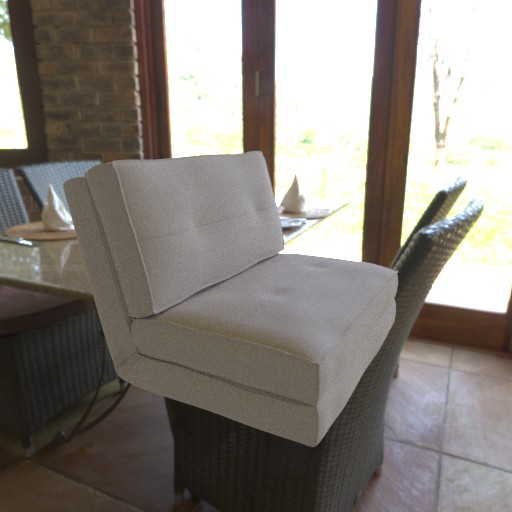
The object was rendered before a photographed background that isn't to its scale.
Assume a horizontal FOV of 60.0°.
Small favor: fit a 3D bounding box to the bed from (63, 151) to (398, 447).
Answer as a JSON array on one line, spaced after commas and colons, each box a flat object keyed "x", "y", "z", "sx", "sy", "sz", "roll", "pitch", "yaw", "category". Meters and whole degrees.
[{"x": 0.000, "y": 0.000, "z": 1.373, "sx": 0.749, "sy": 0.614, "sz": 0.799, "roll": 8, "pitch": 17, "yaw": 28, "category": "bed"}]
